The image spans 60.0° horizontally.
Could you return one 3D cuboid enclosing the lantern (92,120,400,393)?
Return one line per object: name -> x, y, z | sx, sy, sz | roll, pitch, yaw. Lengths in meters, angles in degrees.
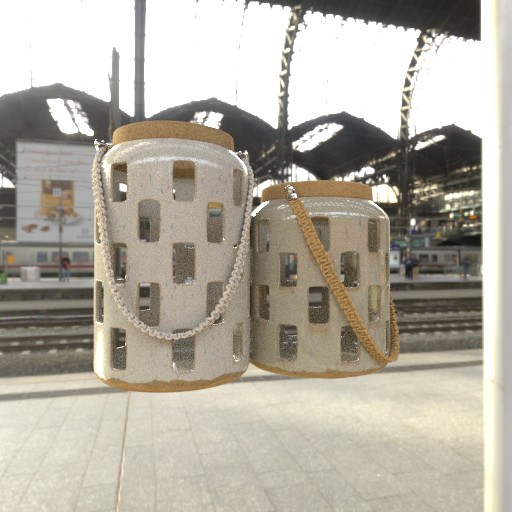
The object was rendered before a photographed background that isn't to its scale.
lantern -> 0.000, 0.000, 0.500 | 0.347, 0.255, 0.184 | 0, -1, -17
